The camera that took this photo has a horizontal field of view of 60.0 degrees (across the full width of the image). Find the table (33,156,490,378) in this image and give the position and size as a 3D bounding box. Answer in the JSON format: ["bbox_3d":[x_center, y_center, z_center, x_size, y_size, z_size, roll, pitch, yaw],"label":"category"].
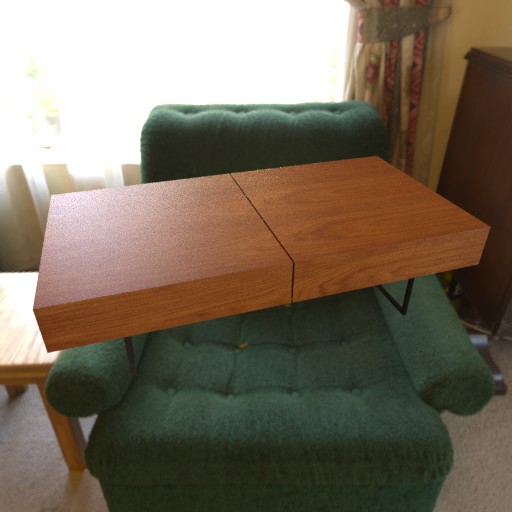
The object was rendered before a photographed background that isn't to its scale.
[{"bbox_3d":[0.000,0.000,1.429,1.194,0.330,0.610,-10,34,-15],"label":"table"}]
